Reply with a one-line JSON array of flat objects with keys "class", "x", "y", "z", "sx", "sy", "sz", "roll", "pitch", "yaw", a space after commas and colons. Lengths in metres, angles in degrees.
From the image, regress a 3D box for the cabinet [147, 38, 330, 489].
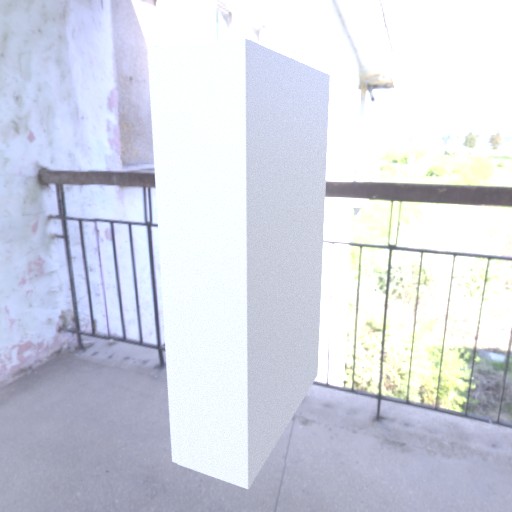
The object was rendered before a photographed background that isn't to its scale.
[{"class": "cabinet", "x": 0.000, "y": 0.000, "z": 2.669, "sx": 0.480, "sy": 2.160, "sz": 1.250, "roll": 7, "pitch": 17, "yaw": 24}]
